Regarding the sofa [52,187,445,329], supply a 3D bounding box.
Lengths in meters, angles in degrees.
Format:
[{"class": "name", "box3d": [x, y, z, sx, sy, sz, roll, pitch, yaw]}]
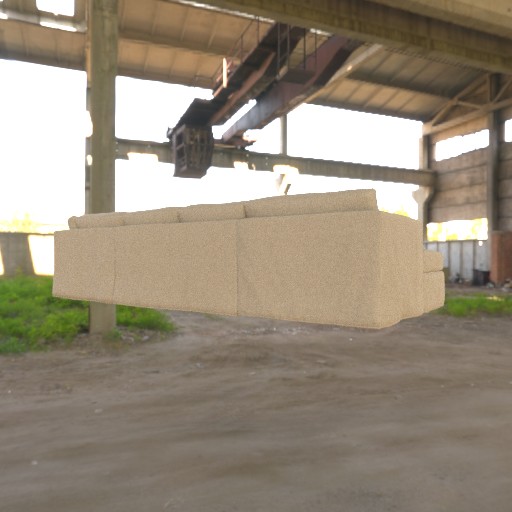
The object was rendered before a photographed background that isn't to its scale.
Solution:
[{"class": "sofa", "box3d": [0.000, 0.000, 4.563, 3.528, 0.878, 2.476, 0, 0, 35]}]
